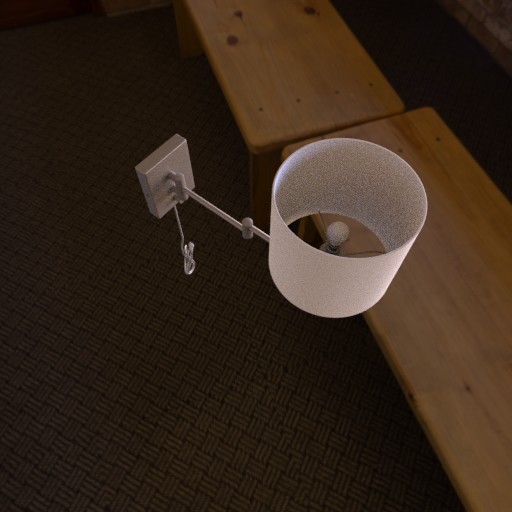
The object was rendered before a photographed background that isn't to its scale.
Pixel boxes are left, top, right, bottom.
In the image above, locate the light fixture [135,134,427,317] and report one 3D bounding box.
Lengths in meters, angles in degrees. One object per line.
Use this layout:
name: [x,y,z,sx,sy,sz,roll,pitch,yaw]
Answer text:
light fixture: [0.000,0.000,0.915,0.516,0.651,0.203,34,65,18]
